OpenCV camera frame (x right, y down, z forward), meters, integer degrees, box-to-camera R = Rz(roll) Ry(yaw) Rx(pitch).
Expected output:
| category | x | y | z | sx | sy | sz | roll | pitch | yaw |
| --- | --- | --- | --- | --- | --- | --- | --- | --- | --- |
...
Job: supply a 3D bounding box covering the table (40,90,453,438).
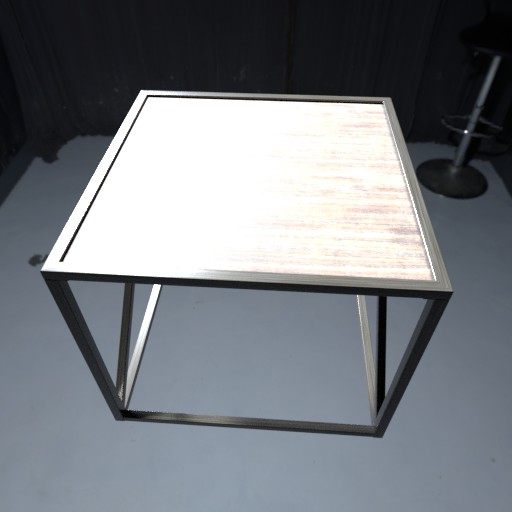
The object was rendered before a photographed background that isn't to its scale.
| category | x | y | z | sx | sy | sz | roll | pitch | yaw |
| --- | --- | --- | --- | --- | --- | --- | --- | --- | --- |
| table | 0.000 | 0.000 | 1.044 | 0.609 | 0.507 | 0.611 | 3 | 45 | 3 |
